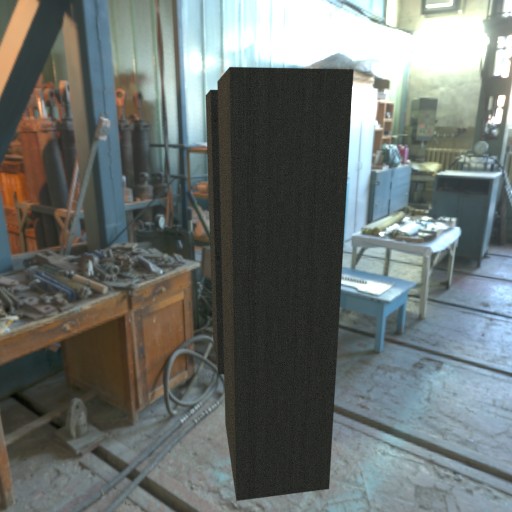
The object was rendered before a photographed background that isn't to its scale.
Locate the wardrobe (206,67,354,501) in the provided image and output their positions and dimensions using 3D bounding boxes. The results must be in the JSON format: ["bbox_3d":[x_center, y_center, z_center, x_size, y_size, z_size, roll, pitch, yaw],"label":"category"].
[{"bbox_3d":[0.000,0.000,2.793,0.480,2.000,1.770,-3,17,-9],"label":"wardrobe"}]
